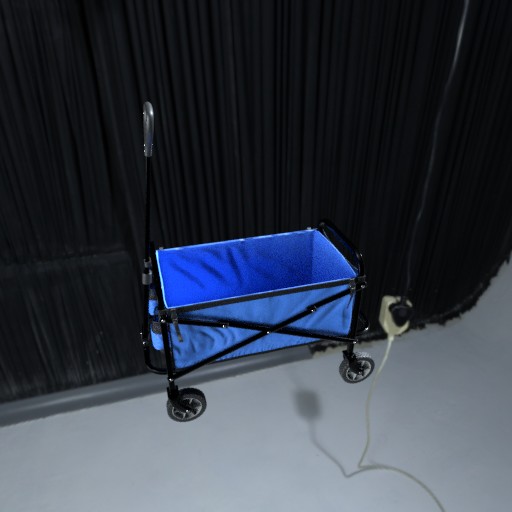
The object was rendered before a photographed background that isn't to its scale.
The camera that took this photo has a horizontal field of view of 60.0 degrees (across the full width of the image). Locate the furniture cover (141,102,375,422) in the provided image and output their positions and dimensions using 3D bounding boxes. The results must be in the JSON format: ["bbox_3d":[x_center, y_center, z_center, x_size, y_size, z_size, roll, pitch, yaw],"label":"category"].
[{"bbox_3d":[0.000,0.000,1.883,1.038,1.295,0.532,-8,32,-14],"label":"furniture cover"}]
